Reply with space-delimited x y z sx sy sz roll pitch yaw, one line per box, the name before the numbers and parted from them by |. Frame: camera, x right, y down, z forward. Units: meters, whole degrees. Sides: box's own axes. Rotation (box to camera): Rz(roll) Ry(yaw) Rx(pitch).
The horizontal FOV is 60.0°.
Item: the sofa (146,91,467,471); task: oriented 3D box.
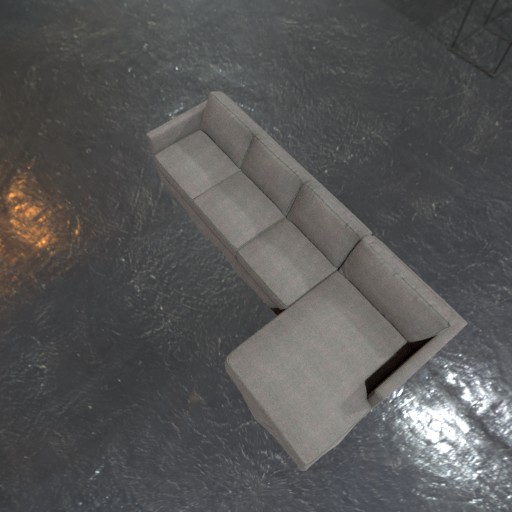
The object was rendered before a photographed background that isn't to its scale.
sofa | 0.000 0.000 3.953 1.650 0.922 3.205 -35 67 -17
